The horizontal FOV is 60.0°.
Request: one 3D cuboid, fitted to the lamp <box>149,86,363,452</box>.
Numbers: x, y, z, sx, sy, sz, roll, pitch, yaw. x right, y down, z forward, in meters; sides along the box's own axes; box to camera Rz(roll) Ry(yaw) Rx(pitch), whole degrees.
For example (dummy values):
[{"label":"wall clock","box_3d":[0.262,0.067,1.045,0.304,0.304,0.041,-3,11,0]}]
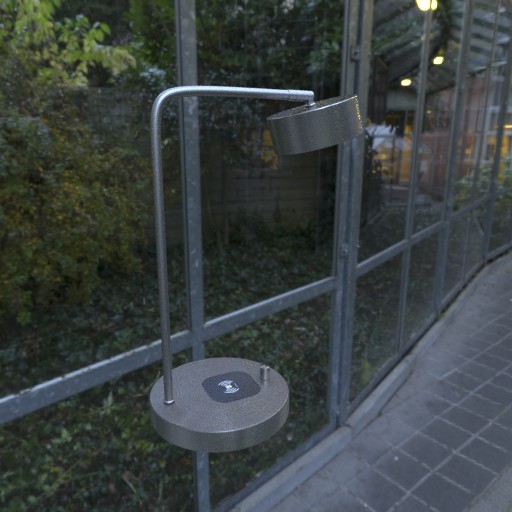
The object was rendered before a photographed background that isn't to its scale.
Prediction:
[{"label":"lamp","box_3d":[0.000,0.000,0.656,0.334,0.469,0.211,-7,15,-25]}]
